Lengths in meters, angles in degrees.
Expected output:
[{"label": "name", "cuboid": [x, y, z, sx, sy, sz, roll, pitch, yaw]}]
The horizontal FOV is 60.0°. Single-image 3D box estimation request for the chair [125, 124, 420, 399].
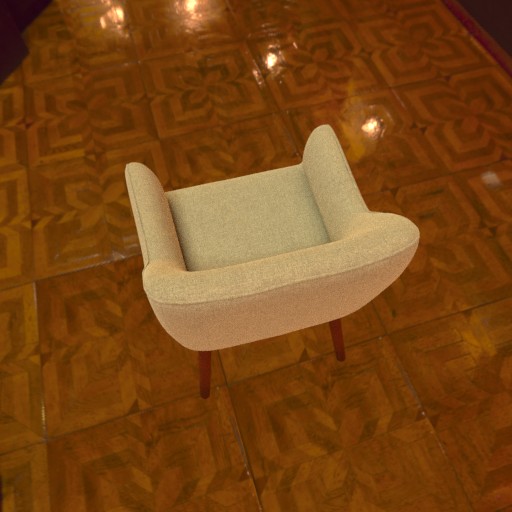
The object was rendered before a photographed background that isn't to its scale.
[{"label": "chair", "cuboid": [0.000, 0.000, 1.273, 0.610, 0.813, 0.610, -13, 61, -8]}]
